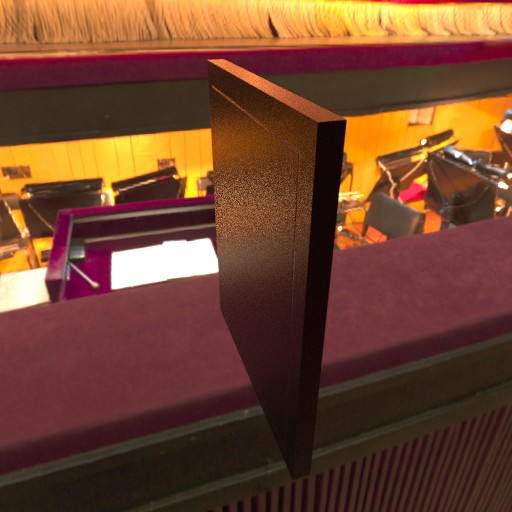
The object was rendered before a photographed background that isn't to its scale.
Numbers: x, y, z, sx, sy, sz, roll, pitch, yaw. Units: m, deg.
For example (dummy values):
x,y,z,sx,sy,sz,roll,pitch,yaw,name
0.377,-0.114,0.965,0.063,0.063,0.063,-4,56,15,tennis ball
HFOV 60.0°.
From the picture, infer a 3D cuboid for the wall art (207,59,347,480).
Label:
x,y,z,sx,sy,sz,roll,pitch,yaw,name
0.000,0.000,0.749,0.031,0.558,0.461,-10,32,-16,wall art
